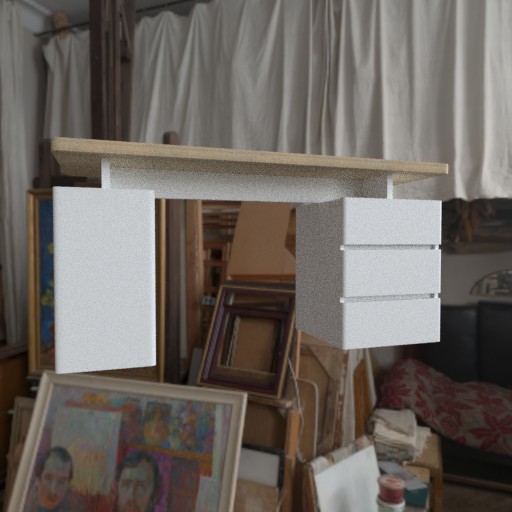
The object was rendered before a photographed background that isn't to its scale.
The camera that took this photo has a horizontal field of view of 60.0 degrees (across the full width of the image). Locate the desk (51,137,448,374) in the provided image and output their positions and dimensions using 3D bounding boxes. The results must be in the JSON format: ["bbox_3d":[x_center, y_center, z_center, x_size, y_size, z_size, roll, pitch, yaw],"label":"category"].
[{"bbox_3d":[0.000,0.000,1.852,1.500,0.755,0.550,-1,2,-18],"label":"desk"}]
